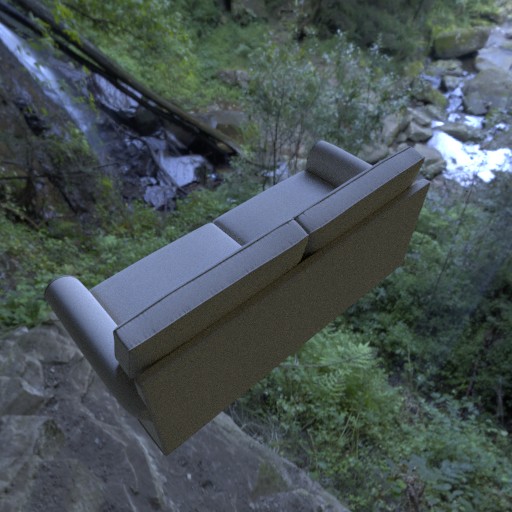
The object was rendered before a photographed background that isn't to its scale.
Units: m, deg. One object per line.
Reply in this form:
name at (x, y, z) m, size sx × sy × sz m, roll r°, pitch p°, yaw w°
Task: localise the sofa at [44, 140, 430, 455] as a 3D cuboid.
sofa at (0.000, 0.000, 2.610) m, size 2.146 × 0.962 × 0.901 m, roll -33°, pitch 54°, yaw -27°
